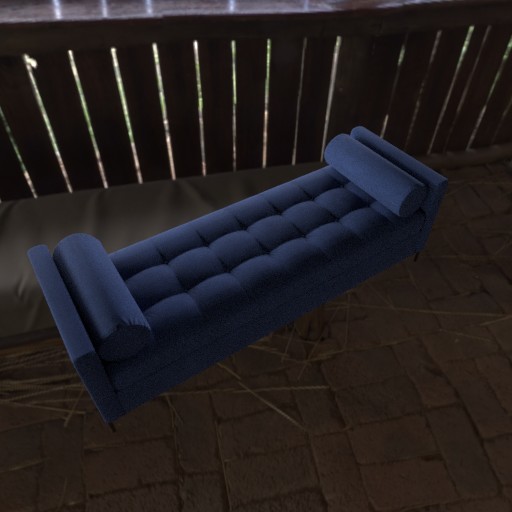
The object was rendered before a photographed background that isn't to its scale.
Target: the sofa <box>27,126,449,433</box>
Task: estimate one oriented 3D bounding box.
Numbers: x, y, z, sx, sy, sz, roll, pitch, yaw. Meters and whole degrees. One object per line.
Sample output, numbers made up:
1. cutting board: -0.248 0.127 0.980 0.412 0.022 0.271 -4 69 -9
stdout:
1. sofa: 0.000 0.000 2.343 1.981 0.635 0.686 -25 51 -23
